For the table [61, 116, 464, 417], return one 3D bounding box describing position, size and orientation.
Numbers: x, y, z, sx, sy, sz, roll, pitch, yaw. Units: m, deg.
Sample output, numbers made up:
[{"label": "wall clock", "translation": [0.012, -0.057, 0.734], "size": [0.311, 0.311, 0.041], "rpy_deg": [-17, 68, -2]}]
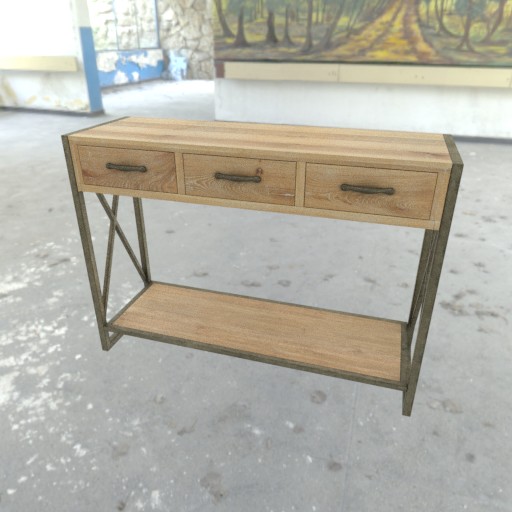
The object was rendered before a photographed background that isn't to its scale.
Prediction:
[{"label": "table", "translation": [0.000, 0.000, 1.424], "size": [1.059, 0.763, 0.361], "rpy_deg": [8, 28, 15]}]
